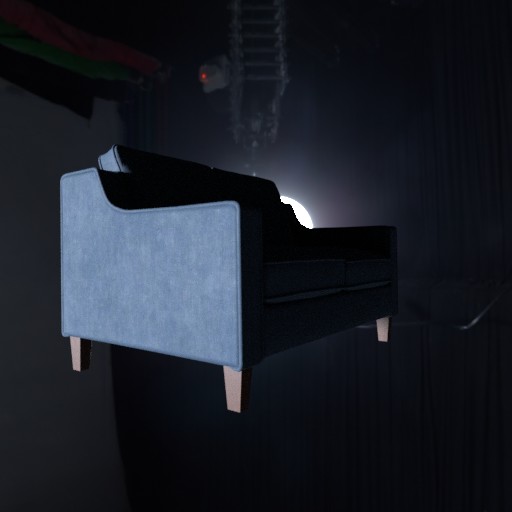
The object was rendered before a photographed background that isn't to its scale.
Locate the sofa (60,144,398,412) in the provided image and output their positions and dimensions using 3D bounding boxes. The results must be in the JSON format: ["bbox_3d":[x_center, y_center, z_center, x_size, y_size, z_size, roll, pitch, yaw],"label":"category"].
[{"bbox_3d":[0.000,0.000,2.211,0.987,0.971,1.501,0,0,35],"label":"sofa"}]
